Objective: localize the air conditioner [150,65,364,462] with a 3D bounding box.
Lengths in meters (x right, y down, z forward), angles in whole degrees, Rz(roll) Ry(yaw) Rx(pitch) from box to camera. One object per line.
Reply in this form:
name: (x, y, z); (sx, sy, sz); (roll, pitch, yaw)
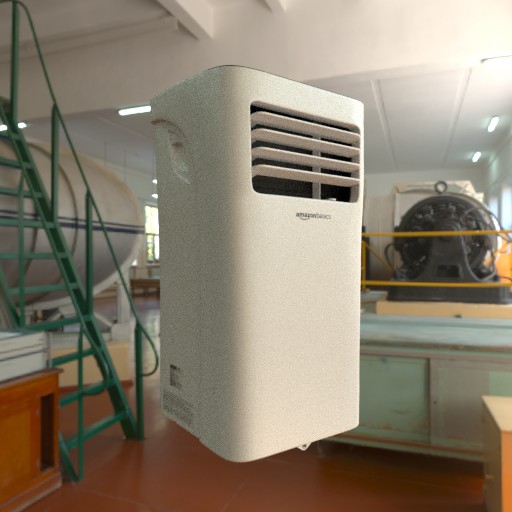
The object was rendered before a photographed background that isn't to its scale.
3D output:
air conditioner: (0.000, 0.000, 0.944); (0.352, 0.716, 0.369); (0, 0, -35)
